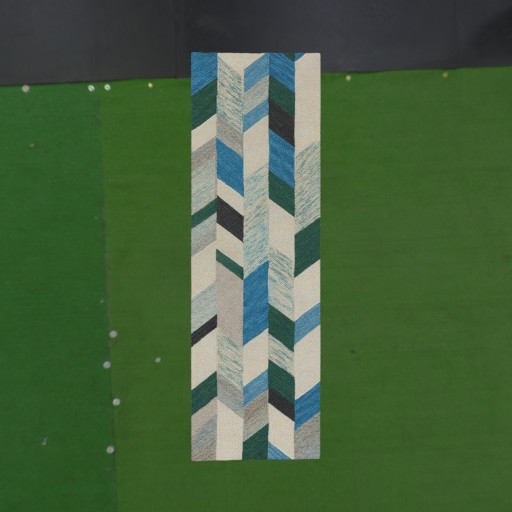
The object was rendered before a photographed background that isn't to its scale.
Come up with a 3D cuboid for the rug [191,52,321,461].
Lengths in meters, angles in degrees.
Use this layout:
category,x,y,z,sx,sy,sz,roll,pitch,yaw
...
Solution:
category,x,y,z,sx,sy,sz,roll,pitch,yaw
rug,0.000,0.000,2.647,0.774,0.008,2.437,0,90,-1
